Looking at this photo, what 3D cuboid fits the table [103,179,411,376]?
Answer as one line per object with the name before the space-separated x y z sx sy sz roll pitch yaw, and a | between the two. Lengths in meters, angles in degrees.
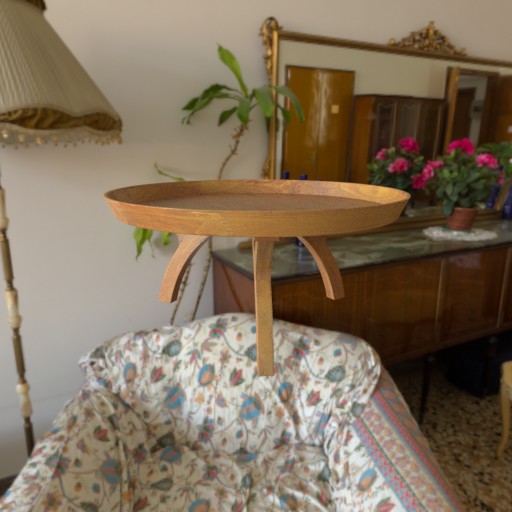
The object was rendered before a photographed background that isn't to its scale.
table | 0.000 0.000 1.594 1.016 0.470 1.016 0 14 0
